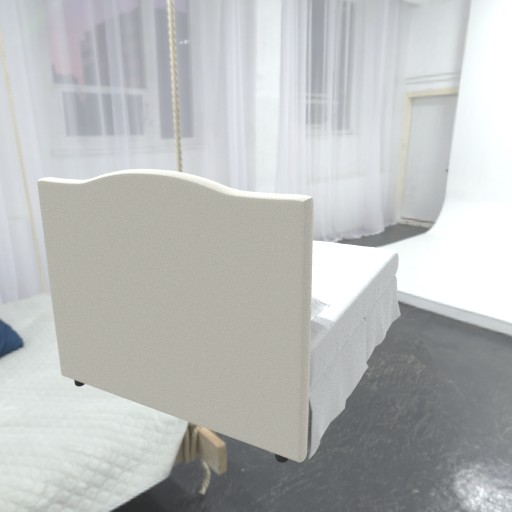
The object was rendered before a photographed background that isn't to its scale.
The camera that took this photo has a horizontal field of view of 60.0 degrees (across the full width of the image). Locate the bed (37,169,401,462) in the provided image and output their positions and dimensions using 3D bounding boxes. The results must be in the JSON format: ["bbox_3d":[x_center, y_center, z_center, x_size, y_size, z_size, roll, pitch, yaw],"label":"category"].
[{"bbox_3d":[0.000,0.000,3.337,1.821,1.436,2.282,8,18,27],"label":"bed"}]
